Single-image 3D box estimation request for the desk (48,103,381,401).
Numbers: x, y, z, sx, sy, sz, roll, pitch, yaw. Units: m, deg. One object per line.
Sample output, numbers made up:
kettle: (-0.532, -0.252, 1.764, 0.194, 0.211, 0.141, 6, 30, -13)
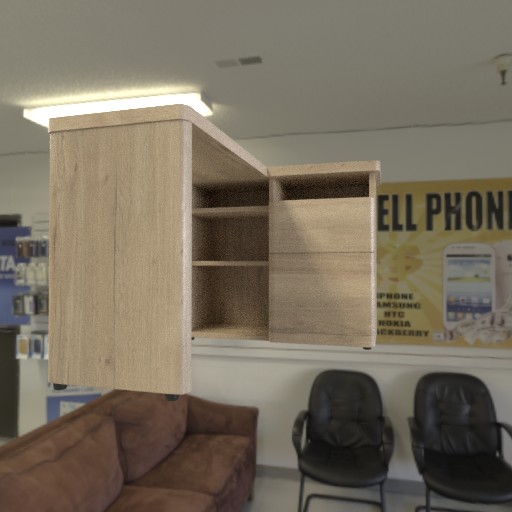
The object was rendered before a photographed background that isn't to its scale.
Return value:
desk: (0.000, 0.000, 1.673, 0.900, 0.760, 1.169, 0, -1, 16)
